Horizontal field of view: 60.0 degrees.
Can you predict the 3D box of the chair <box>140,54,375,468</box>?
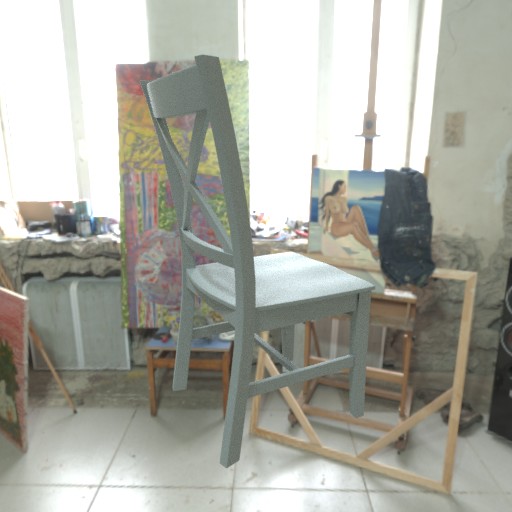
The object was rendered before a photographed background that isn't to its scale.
[{"bbox_3d":[0.000,0.000,1.303,0.542,0.983,0.485,-8,17,-27],"label":"chair"}]
